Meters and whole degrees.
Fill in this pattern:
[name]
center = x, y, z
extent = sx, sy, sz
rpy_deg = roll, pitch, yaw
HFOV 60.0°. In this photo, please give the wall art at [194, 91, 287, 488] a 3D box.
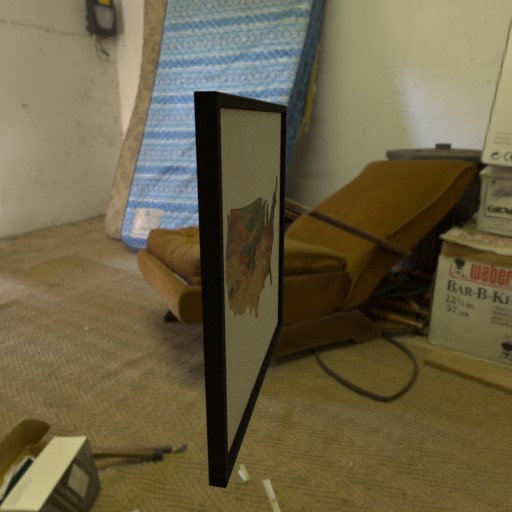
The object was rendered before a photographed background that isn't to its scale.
[wall art]
center = 0.000, 0.000, 0.459
extent = 0.015, 0.303, 0.304
rpy_deg = 4, 17, 11
